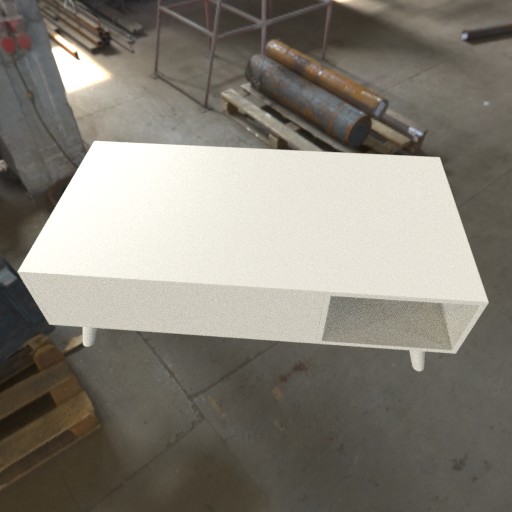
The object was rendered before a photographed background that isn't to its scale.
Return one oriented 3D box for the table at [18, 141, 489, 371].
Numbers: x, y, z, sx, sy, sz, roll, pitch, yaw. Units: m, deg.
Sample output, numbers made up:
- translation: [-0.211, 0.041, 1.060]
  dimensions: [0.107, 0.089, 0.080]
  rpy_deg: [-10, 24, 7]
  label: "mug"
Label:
- translation: [0.000, 0.000, 1.481]
  dimensions: [1.194, 0.432, 0.609]
  rpy_deg: [3, 48, 3]
  label: "table"
